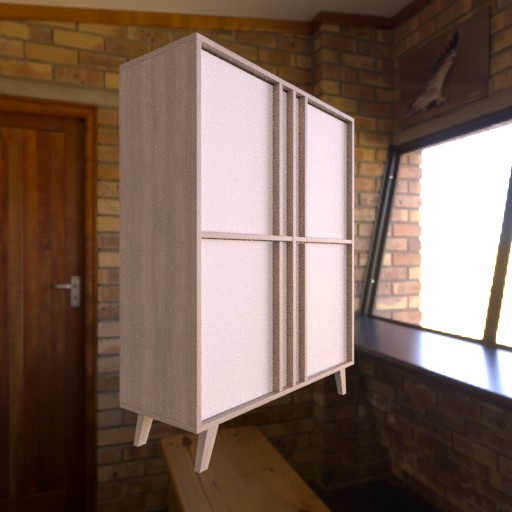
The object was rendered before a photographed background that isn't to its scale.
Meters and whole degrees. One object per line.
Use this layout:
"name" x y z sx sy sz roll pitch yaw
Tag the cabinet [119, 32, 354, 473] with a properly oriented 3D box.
"cabinet" 0.000 0.000 1.932 0.398 1.388 1.111 0 0 38
